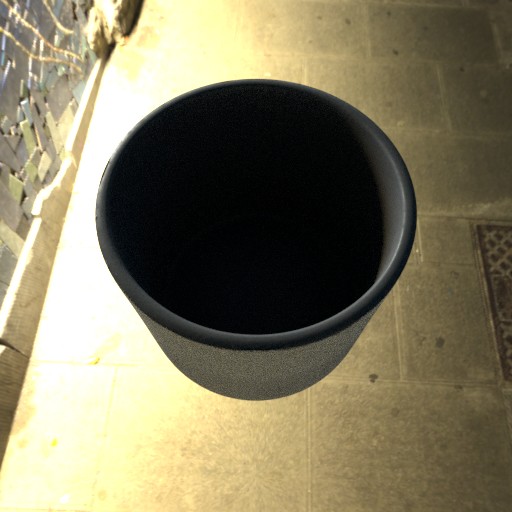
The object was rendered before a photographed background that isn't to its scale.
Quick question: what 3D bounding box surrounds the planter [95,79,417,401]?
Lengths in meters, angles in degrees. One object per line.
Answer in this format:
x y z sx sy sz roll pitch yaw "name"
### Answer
0.000 0.000 0.396 0.226 0.201 0.226 0 64 0 "planter"
